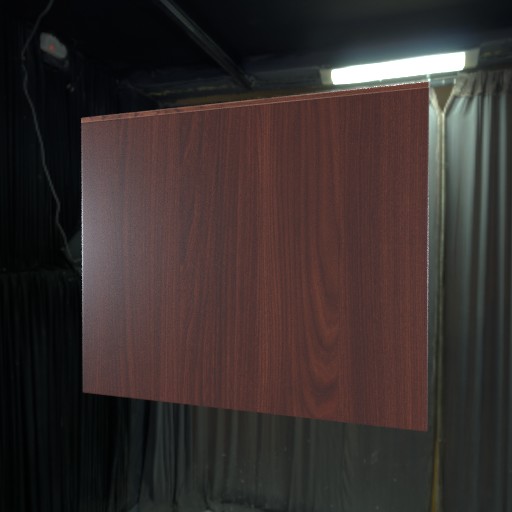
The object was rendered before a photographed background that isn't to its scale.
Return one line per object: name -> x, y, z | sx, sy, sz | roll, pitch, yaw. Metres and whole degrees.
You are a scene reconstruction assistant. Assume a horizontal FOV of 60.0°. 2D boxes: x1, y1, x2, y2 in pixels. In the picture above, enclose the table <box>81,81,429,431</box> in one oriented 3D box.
table -> 0.000, 0.000, 1.315 | 0.930, 0.790, 0.380 | 0, 1, 17
